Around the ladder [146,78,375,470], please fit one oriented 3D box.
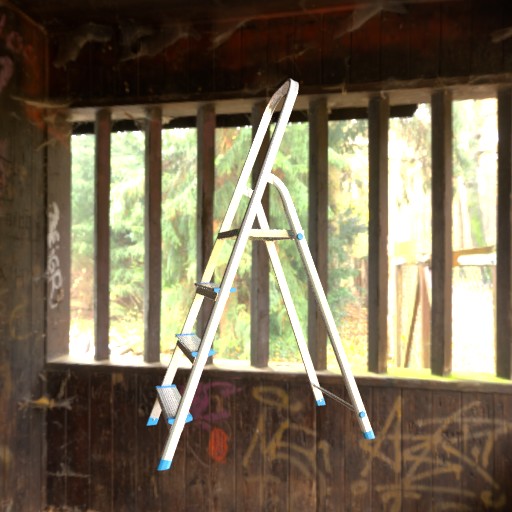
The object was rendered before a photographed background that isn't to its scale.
[{"bbox_3d":[0.000,0.000,1.823,0.842,1.434,0.445,0,0,-19],"label":"ladder"}]
